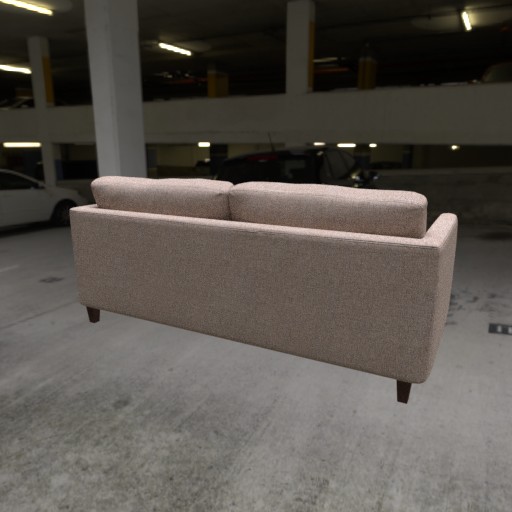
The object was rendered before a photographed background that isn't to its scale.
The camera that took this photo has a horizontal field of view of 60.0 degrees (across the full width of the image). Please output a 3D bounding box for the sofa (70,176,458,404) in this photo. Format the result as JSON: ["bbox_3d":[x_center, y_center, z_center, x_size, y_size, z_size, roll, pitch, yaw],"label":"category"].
[{"bbox_3d":[0.000,0.000,2.749,2.208,0.965,0.951,8,16,27],"label":"sofa"}]
